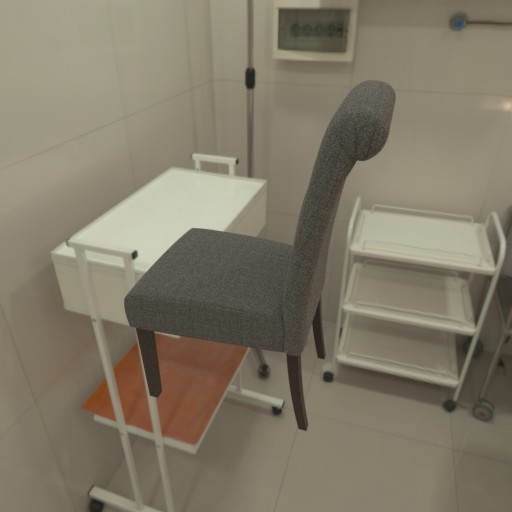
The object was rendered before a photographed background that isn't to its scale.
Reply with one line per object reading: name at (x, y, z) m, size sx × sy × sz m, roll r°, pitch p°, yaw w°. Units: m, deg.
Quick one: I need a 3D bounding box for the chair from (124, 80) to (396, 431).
chair at (0.000, 0.000, 1.351) m, size 0.671 × 1.006 × 0.456 m, roll 9°, pitch 32°, yaw 15°
